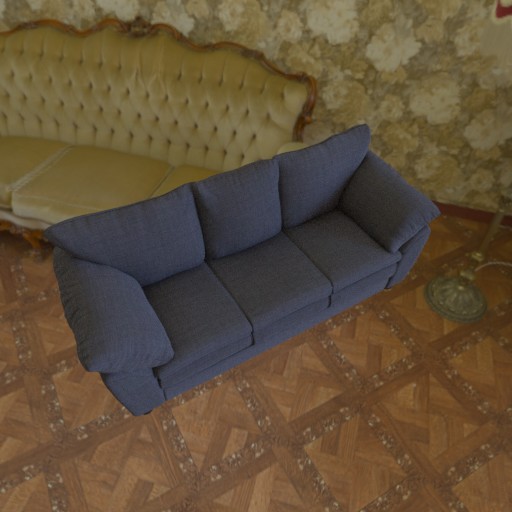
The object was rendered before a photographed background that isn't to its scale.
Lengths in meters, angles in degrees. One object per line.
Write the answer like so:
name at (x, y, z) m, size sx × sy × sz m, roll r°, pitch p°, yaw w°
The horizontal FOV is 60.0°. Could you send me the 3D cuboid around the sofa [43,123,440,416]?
sofa at (0.000, 0.000, 2.847) m, size 2.336 × 1.080 × 0.883 m, roll -23°, pitch 49°, yaw -21°
